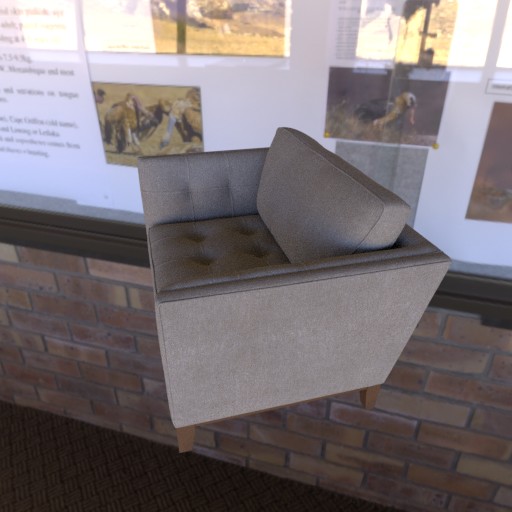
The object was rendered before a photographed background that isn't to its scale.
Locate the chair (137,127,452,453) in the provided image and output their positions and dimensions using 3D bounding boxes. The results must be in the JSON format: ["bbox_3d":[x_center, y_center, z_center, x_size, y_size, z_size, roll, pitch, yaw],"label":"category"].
[{"bbox_3d":[0.000,0.000,2.069,0.965,0.942,1.396,-8,31,-13],"label":"chair"}]
